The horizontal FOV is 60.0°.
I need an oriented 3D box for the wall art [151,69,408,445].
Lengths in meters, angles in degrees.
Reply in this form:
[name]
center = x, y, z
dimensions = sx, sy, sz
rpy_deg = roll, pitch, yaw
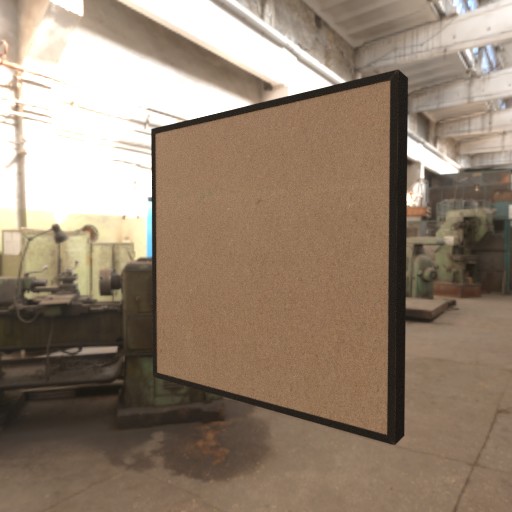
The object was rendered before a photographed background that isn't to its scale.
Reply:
[wall art]
center = 0.000, 0.000, 0.768
dimensions = 0.508, 0.508, 0.038
rpy_deg = 1, 2, 38
